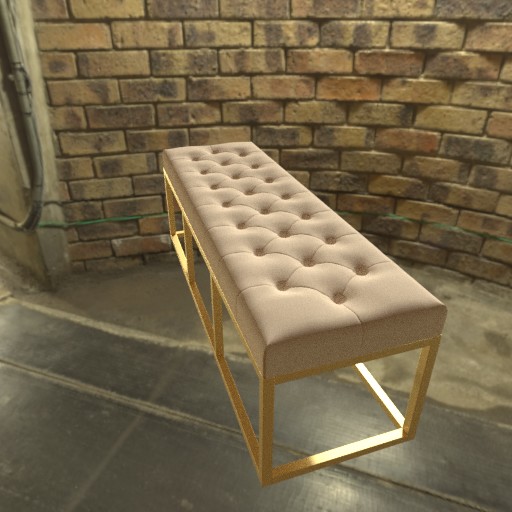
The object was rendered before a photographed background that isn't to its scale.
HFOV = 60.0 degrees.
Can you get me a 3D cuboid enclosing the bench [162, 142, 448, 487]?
[{"bbox_3d":[0.000,0.000,1.678,0.457,0.484,1.473,-9,31,-16],"label":"bench"}]
